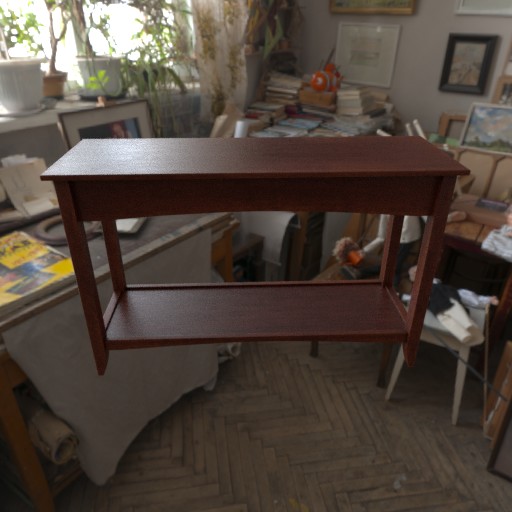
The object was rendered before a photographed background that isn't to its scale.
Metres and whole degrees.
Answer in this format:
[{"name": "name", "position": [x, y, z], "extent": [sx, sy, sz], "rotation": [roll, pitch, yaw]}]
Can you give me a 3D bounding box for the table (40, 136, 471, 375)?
[{"name": "table", "position": [0.000, 0.000, 1.567], "extent": [1.188, 0.739, 0.392], "rotation": [-1, 29, -2]}]
